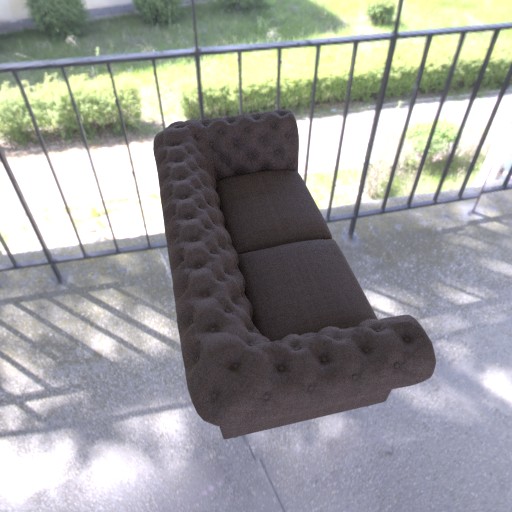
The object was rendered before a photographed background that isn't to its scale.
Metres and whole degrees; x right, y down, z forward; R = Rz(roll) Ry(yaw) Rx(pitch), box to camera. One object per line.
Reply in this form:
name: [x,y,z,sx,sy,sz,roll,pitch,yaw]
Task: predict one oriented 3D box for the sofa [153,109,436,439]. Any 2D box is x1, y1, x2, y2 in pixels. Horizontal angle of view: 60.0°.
sofa: [0.000,0.000,2.488,0.944,0.780,2.048,-10,46,-9]
